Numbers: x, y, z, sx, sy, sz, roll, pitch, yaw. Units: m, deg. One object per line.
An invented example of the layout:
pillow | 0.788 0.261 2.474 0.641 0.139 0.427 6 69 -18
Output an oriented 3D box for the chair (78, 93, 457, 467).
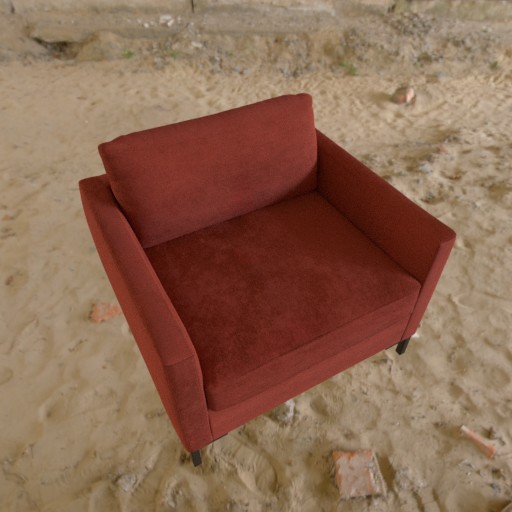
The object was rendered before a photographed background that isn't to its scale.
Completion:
chair | 0.000 0.000 1.565 0.964 0.812 0.875 -21 48 -20
